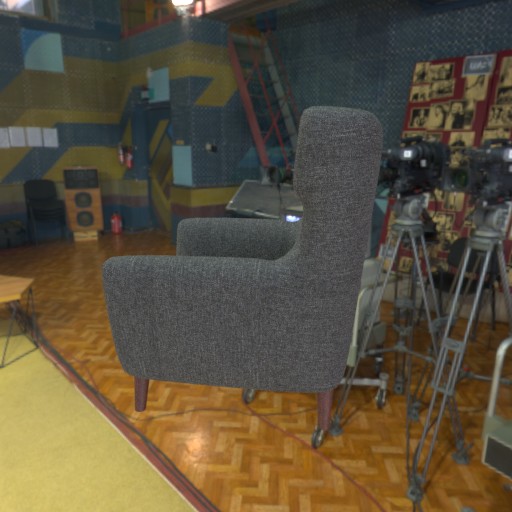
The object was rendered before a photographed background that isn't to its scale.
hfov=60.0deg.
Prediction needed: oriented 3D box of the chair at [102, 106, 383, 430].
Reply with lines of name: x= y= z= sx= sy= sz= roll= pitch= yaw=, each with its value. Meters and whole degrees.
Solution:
chair: x=0.000 y=0.000 z=1.754 sx=0.904 sy=1.063 sz=0.878 roll=2 pitch=14 yaw=9
